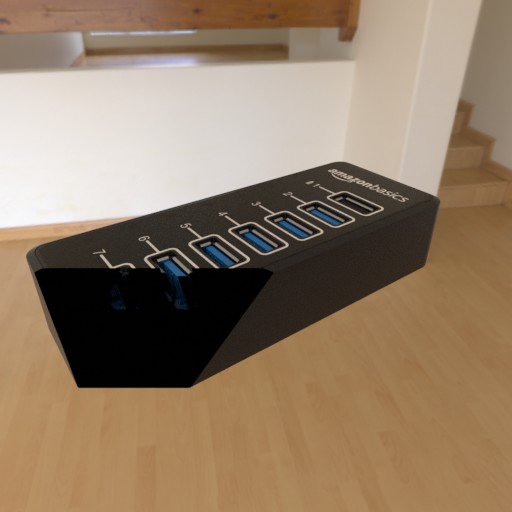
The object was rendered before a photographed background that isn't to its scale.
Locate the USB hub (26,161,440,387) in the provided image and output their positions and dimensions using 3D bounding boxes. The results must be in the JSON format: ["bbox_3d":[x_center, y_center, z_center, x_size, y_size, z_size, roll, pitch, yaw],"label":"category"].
[{"bbox_3d":[0.000,0.000,0.126,0.110,0.023,0.044,-21,37,-30],"label":"USB hub"}]
